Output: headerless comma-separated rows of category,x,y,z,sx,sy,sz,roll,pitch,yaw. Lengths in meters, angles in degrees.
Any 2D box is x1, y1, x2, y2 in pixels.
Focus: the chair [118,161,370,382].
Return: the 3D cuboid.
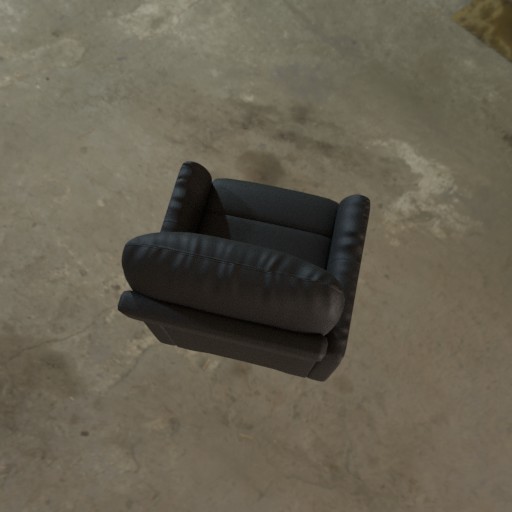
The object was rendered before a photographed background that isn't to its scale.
chair,0.000,0.000,1.639,0.775,1.082,0.831,12,65,6
